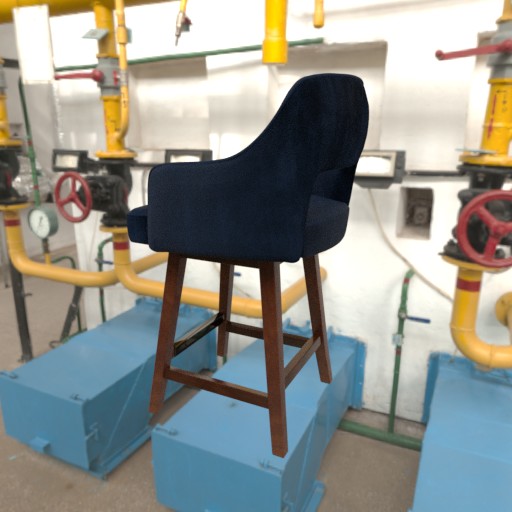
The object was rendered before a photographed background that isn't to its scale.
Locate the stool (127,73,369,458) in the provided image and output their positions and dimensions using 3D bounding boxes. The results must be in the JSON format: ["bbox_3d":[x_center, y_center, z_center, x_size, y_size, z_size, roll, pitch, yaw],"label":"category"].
[{"bbox_3d":[0.000,0.000,1.280,0.560,0.940,0.550,8,17,26],"label":"stool"}]
